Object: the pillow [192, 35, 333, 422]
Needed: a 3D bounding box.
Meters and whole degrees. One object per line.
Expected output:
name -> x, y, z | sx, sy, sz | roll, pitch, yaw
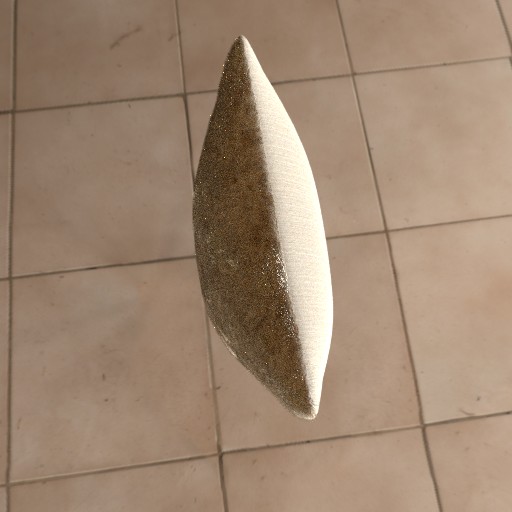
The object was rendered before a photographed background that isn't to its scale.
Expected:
pillow -> 0.000, 0.000, 0.811 | 0.216, 0.525, 0.538 | -8, 76, -2
